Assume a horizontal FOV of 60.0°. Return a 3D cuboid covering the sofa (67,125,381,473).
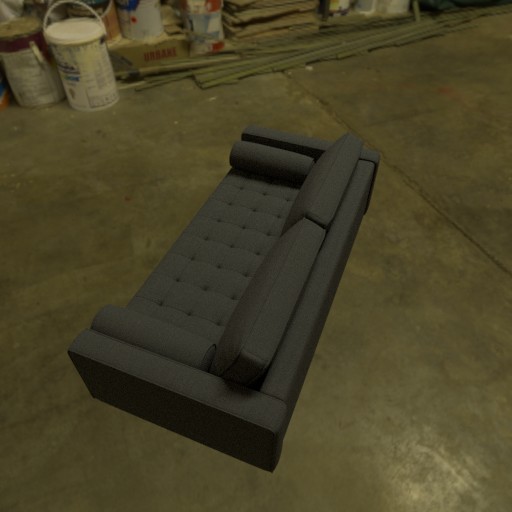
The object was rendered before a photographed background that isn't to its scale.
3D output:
[{"bbox_3d":[0.000,0.000,2.366,0.914,0.759,1.875,16,48,15],"label":"sofa"}]
